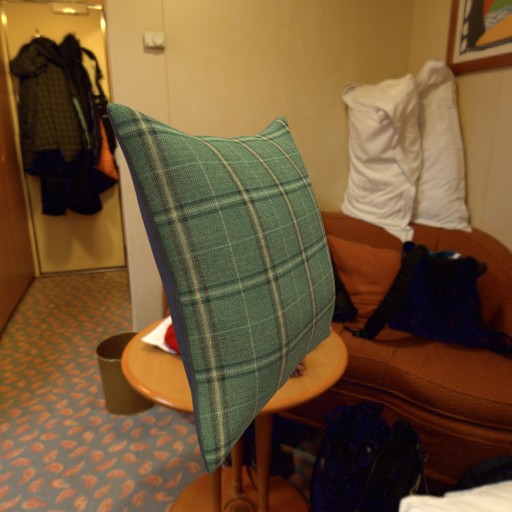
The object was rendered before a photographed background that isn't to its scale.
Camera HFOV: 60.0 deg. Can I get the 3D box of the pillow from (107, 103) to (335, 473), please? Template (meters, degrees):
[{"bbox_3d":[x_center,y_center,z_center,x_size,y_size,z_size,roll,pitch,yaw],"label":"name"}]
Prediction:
[{"bbox_3d":[0.000,0.000,0.685,0.200,0.430,0.453,8,17,26],"label":"pillow"}]
